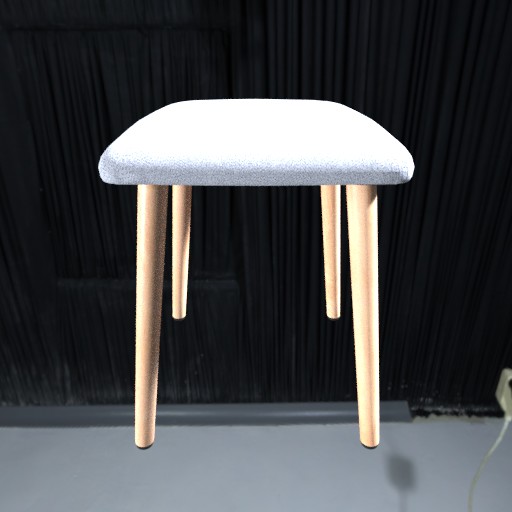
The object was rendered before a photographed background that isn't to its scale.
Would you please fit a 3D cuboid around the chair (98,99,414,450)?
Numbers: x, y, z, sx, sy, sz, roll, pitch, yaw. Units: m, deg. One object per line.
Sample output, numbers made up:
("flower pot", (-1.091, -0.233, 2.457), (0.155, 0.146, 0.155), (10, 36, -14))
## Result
("chair", (0.000, 0.000, 0.679), (0.350, 0.440, 0.350), (0, 26, 0))
